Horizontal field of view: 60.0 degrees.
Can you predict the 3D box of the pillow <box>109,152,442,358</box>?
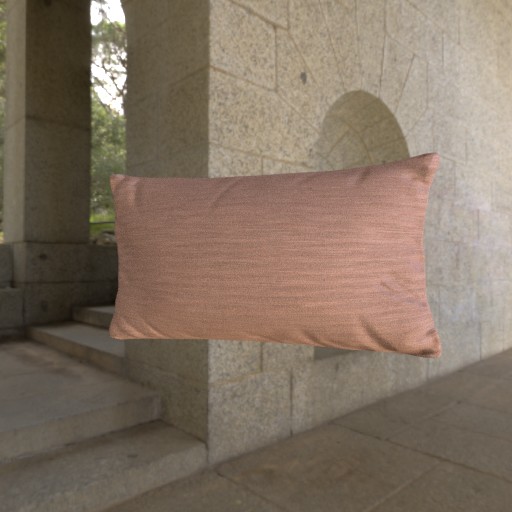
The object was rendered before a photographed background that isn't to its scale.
[{"bbox_3d":[0.000,0.000,0.812,0.633,0.338,0.210,0,-1,17],"label":"pillow"}]
